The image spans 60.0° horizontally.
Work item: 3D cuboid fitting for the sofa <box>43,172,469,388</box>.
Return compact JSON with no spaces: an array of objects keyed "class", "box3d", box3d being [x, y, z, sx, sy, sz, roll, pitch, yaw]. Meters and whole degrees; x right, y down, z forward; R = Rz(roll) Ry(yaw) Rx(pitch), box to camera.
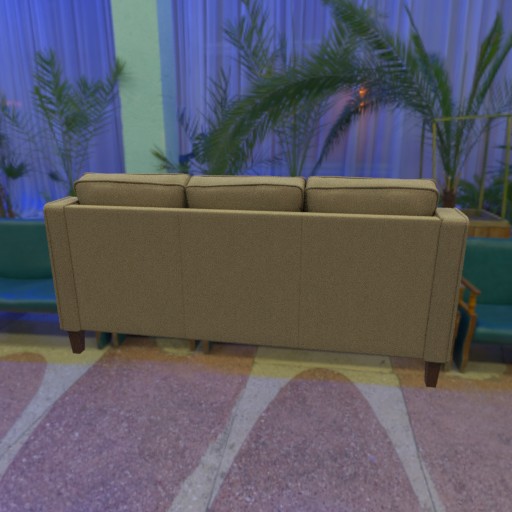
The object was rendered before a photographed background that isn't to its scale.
[{"class":"sofa","box3d":[0.000,0.000,2.543,1.986,0.974,0.911,3,17,10]}]
